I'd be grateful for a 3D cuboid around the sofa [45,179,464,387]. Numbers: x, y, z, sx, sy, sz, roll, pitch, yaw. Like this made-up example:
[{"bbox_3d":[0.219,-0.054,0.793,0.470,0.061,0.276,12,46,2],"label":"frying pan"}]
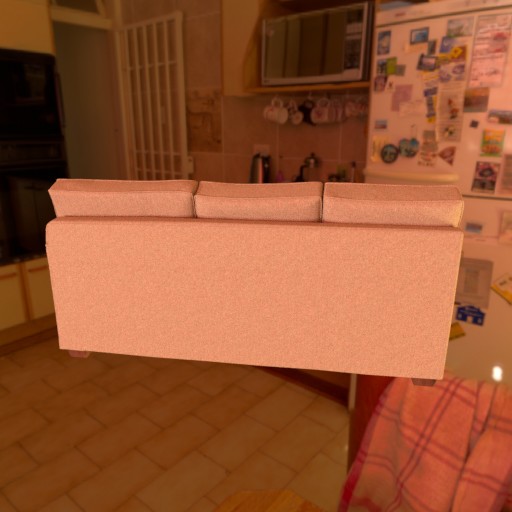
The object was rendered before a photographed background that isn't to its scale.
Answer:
[{"bbox_3d":[0.000,0.000,2.557,1.963,0.946,1.034,3,17,9],"label":"sofa"}]
